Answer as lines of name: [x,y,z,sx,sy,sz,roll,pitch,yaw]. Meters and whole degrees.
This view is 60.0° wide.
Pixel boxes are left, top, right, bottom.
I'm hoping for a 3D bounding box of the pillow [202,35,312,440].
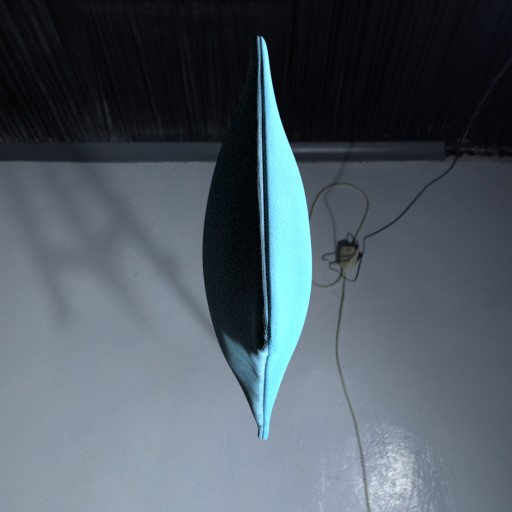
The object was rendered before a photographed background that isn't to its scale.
pillow: [0.000,0.000,0.640,0.151,0.415,0.433,-1,58,0]
